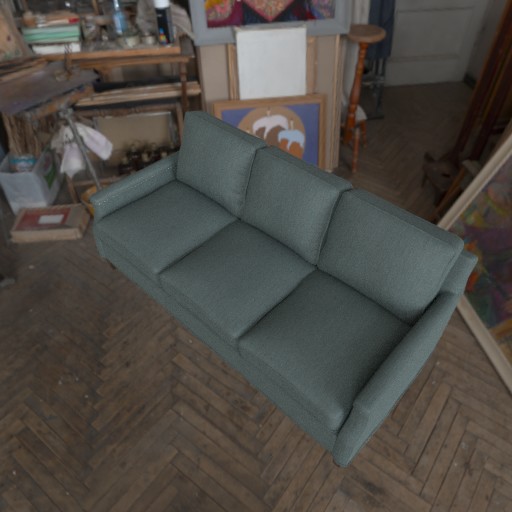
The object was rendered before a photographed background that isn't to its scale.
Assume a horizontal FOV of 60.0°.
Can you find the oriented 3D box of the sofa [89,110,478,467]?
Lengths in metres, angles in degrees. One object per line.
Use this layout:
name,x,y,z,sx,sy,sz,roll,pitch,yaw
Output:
sofa,0.000,0.000,2.779,2.246,1.003,1.084,34,54,29
